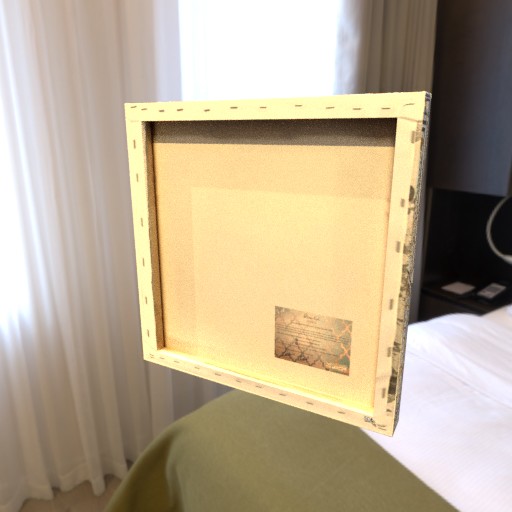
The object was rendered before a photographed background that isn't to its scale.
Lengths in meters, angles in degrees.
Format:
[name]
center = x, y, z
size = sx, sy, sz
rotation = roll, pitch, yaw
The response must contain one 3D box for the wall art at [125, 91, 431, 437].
[wall art]
center = 0.000, 0.000, 0.612
size = 0.411, 0.410, 0.038
rotation = 8, 18, 28
